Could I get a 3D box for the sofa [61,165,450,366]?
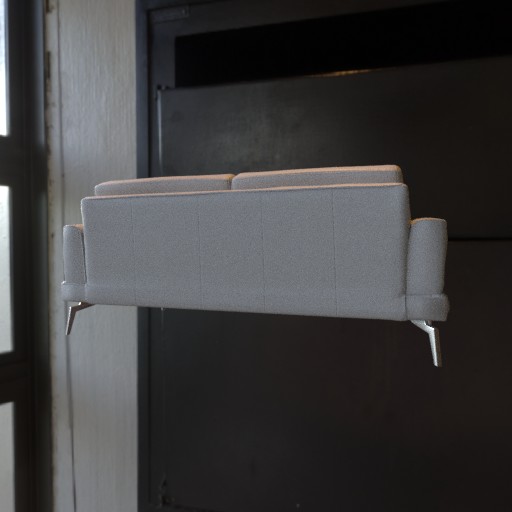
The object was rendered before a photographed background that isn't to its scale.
[{"bbox_3d":[0.000,0.000,2.782,2.177,0.930,1.121,1,2,19],"label":"sofa"}]
